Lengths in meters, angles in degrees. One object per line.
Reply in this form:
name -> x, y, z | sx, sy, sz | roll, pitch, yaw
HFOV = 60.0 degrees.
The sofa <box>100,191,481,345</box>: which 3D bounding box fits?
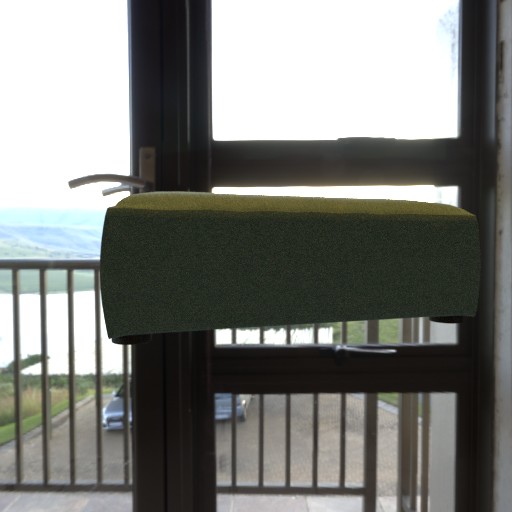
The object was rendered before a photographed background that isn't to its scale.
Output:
sofa -> 0.000, 0.000, 1.453 | 0.930, 0.330, 0.930 | -1, 2, -17
